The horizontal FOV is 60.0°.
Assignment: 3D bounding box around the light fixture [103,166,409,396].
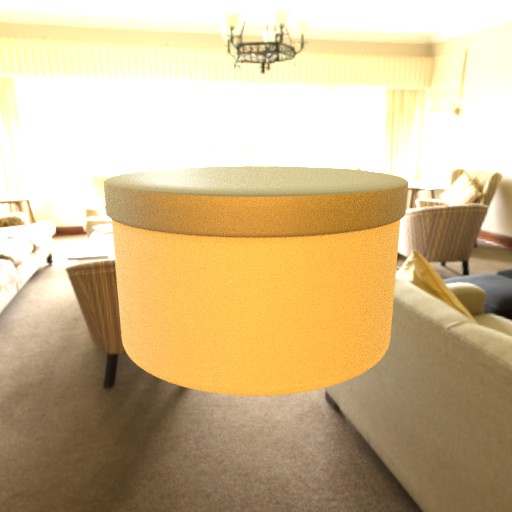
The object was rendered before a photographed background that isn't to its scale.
[{"bbox_3d":[0.000,0.000,0.631,0.393,0.229,0.393,0,15,0],"label":"light fixture"}]
